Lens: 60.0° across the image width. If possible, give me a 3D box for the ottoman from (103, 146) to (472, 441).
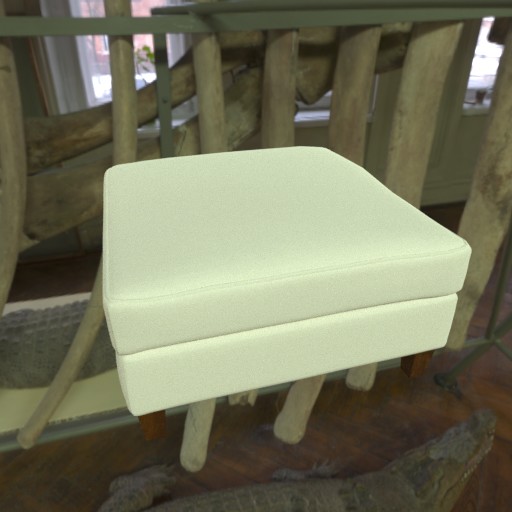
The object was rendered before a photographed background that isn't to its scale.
[{"bbox_3d":[0.000,0.000,1.349,0.838,0.479,0.838,-8,31,-14],"label":"ottoman"}]
